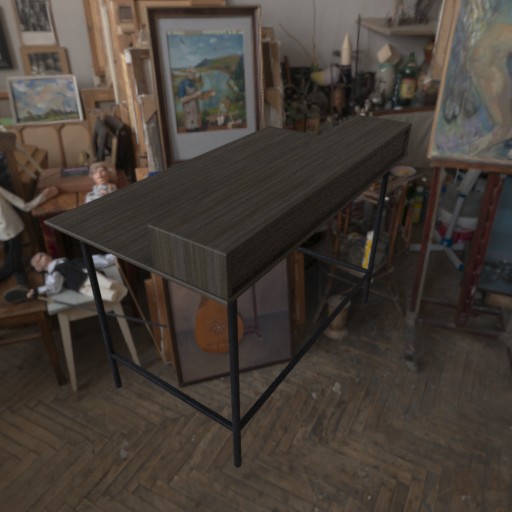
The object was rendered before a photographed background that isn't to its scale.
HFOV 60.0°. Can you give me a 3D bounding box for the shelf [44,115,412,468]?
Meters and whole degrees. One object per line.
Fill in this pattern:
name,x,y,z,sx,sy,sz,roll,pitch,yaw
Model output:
shelf,0.000,0.000,1.730,0.685,0.865,1.212,20,37,29
